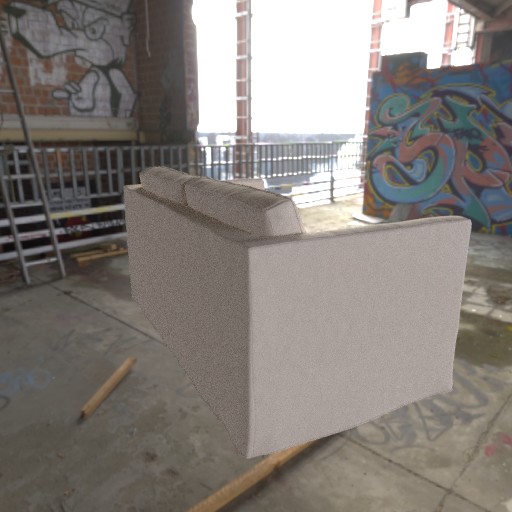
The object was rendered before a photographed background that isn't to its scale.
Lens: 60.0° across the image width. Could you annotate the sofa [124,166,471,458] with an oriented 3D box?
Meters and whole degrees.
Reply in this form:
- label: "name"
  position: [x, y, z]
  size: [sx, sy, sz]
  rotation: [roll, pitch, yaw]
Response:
- label: "sofa"
  position: [0.000, 0.000, 2.242]
  size: [0.962, 0.834, 1.746]
  rotation: [-8, 17, -26]
